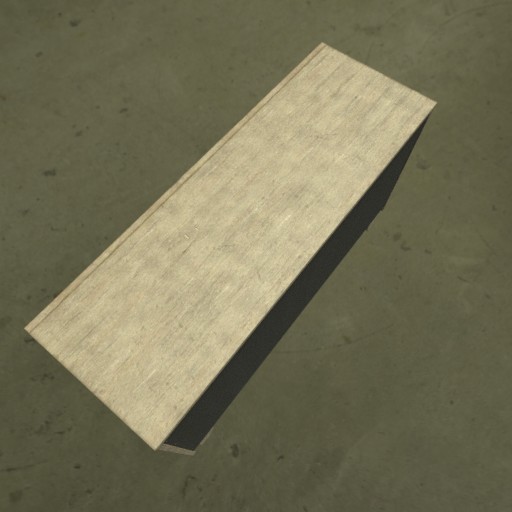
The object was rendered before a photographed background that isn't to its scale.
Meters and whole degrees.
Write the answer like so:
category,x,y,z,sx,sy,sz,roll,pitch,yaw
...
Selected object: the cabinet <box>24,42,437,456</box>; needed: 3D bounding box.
category,x,y,z,sx,sy,sz,roll,pitch,yaw
cabinet,0.000,0.000,1.786,0.511,0.825,1.460,35,69,15
